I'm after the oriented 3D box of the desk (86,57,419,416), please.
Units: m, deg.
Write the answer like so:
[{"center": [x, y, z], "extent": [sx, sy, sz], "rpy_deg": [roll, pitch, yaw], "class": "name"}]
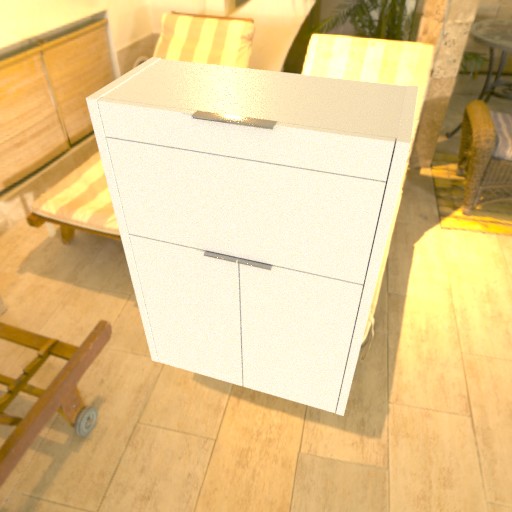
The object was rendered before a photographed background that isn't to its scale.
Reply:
[{"center": [0.000, 0.000, 1.614], "extent": [0.850, 1.190, 0.390], "rpy_deg": [12, 42, 14], "class": "desk"}]
